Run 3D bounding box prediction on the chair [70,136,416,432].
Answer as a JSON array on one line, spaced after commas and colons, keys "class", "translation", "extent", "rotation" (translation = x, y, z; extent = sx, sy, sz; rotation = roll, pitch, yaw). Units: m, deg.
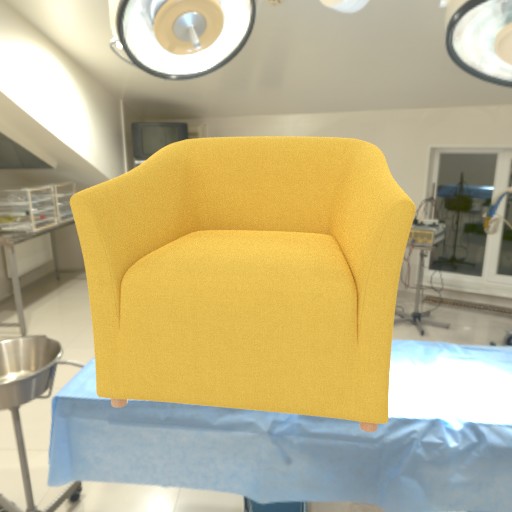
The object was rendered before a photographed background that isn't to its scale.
[{"class": "chair", "translation": [0.000, 0.000, 1.359], "extent": [0.790, 0.720, 0.700], "rotation": [2, 14, 9]}]
